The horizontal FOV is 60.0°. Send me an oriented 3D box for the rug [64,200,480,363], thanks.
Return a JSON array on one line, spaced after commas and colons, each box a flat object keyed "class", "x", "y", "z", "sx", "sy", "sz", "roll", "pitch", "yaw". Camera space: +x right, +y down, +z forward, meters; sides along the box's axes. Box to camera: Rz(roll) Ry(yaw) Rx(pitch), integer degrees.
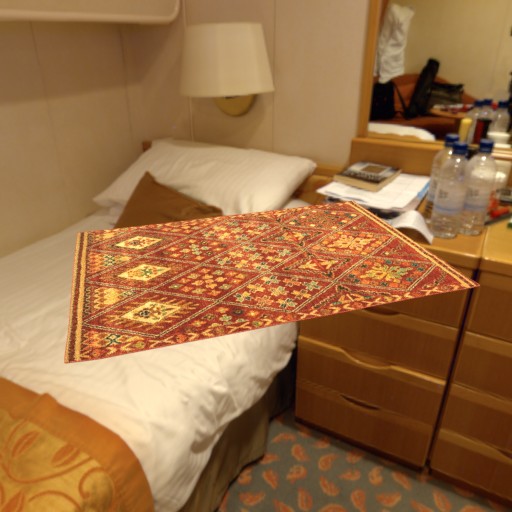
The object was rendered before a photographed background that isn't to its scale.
[{"class": "rug", "x": 0.000, "y": 0.000, "z": 2.928, "sx": 2.286, "sy": 0.026, "sz": 1.521, "roll": -8, "pitch": 28, "yaw": -16}]
